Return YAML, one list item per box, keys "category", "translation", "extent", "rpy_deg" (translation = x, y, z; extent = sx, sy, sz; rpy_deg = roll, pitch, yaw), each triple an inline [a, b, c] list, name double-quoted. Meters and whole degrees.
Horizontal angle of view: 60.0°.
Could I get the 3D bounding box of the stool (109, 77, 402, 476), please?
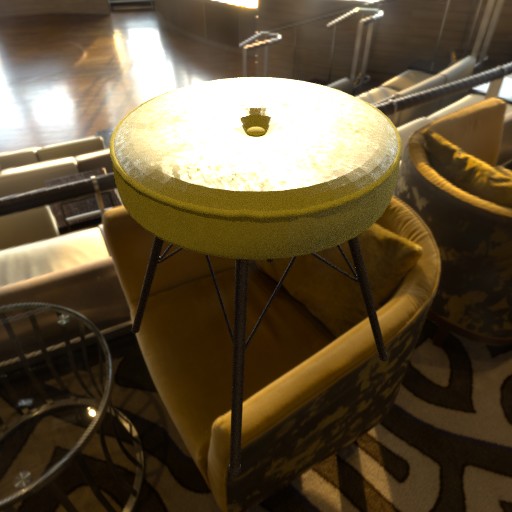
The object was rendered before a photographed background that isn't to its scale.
- category: "stool"
  translation: [0.000, 0.000, 0.790]
  extent: [0.409, 0.508, 0.409]
  rpy_deg: [-27, 48, -27]
